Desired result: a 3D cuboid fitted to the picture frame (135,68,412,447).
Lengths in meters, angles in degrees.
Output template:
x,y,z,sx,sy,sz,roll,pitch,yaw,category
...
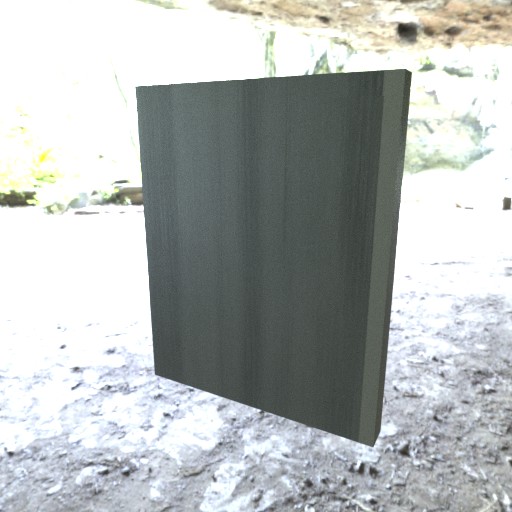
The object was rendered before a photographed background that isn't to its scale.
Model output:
x,y,z,sx,sy,sz,roll,pitch,yaw,category
0.000,0.000,0.748,0.449,0.555,0.046,9,18,28,picture frame
